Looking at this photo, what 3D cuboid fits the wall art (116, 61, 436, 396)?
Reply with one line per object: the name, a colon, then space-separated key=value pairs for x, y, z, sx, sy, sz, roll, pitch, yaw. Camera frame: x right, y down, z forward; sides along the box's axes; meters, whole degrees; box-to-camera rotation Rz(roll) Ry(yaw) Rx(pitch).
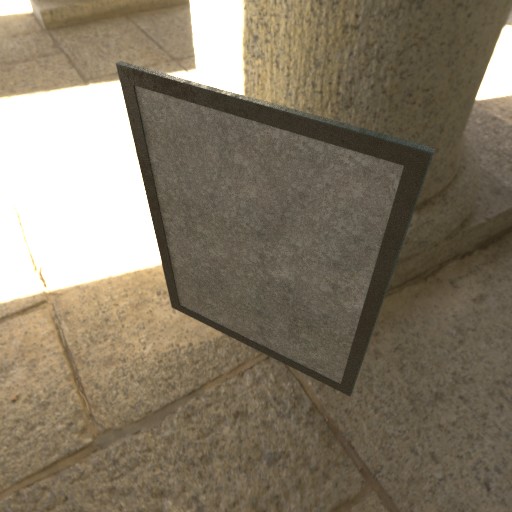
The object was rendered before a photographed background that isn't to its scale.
wall art: x=0.000 y=0.000 z=1.310 sx=0.767 sy=0.983 sz=0.030 roll=23 pitch=51 yaw=20
